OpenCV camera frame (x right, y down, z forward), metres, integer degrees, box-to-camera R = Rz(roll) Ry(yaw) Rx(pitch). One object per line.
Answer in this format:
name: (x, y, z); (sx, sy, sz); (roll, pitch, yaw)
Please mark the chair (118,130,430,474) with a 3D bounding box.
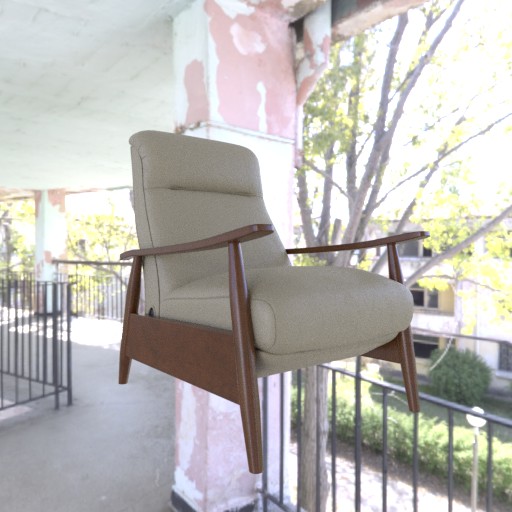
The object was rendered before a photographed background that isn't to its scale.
chair: (0.000, 0.000, 1.708); (0.762, 1.082, 1.014); (-1, 1, -37)
